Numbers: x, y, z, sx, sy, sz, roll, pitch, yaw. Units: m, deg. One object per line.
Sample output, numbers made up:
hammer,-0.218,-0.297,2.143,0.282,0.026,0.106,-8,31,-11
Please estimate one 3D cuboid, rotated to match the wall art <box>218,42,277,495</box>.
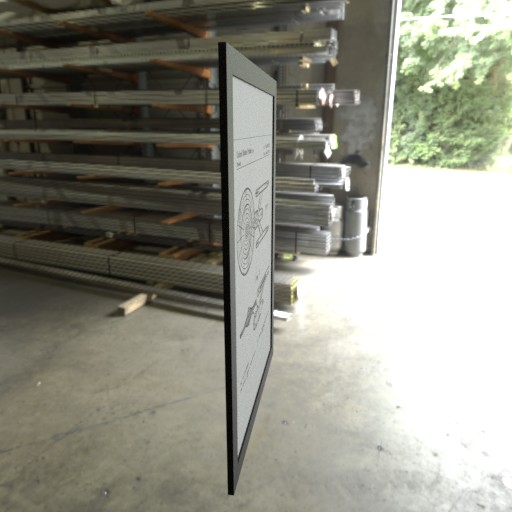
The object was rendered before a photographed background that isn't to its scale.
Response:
wall art,0.000,0.000,0.673,0.008,0.530,0.379,3,16,9
